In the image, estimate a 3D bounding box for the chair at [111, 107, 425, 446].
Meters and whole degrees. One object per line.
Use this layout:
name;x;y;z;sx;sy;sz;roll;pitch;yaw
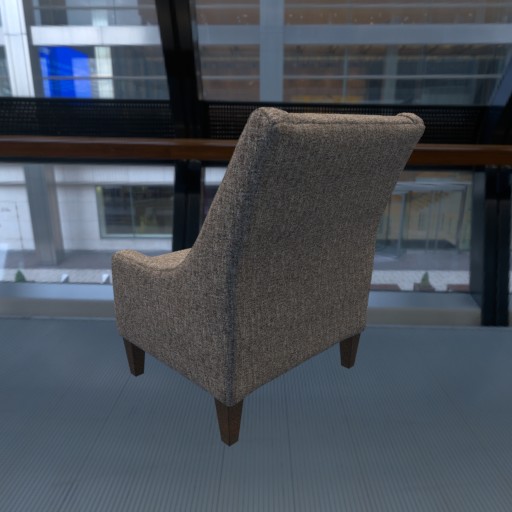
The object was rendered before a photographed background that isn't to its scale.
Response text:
chair;0.000;0.000;1.653;0.774;1.014;0.870;-16;22;-42
